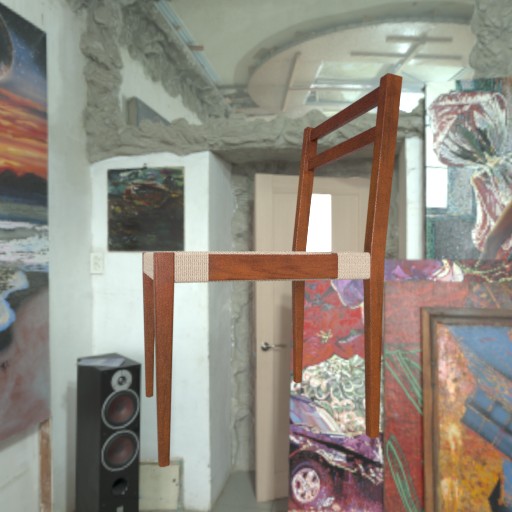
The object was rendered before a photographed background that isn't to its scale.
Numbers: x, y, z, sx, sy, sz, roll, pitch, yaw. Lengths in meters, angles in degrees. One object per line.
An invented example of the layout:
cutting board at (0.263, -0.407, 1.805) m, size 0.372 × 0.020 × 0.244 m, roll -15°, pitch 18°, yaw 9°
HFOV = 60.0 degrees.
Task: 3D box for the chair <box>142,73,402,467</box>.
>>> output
chair at (0.000, 0.000, 1.191) m, size 0.569 × 0.851 × 0.495 m, roll 0°, pitch 0°, yaw -17°
